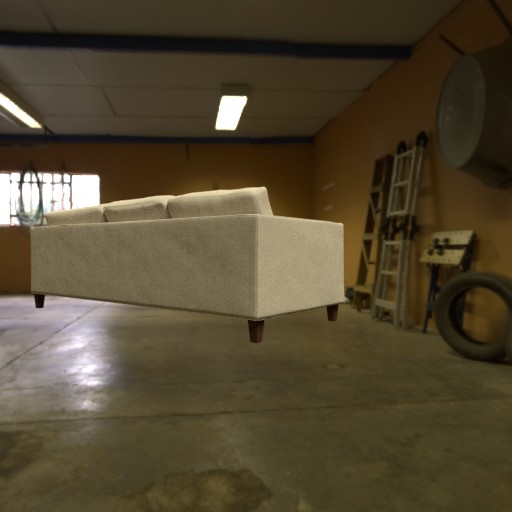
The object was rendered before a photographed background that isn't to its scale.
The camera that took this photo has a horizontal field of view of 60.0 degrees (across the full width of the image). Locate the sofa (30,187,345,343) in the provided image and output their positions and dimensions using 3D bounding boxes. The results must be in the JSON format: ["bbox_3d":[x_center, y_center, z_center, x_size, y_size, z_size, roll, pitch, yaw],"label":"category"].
[{"bbox_3d":[0.000,0.000,4.284,2.432,0.863,3.182,1,1,37],"label":"sofa"}]
